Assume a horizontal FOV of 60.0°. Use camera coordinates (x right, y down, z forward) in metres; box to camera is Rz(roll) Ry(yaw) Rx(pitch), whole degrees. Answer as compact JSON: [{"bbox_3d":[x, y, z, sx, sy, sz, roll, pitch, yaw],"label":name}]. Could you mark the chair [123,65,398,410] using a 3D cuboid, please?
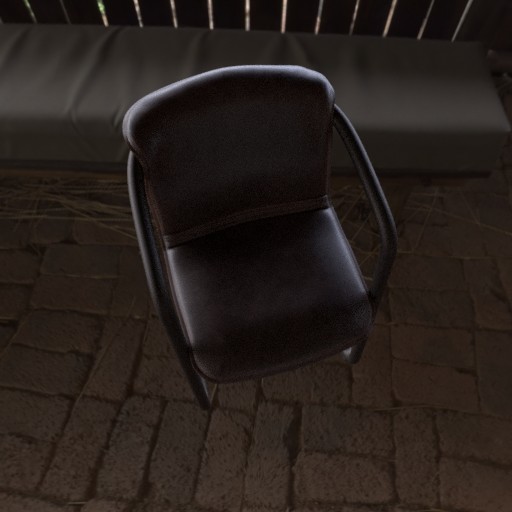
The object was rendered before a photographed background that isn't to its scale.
[{"bbox_3d":[0.000,0.000,1.231,0.536,0.836,0.664,-15,63,-8],"label":"chair"}]
